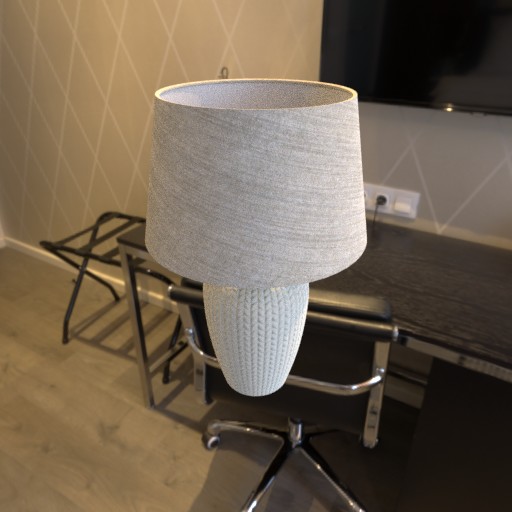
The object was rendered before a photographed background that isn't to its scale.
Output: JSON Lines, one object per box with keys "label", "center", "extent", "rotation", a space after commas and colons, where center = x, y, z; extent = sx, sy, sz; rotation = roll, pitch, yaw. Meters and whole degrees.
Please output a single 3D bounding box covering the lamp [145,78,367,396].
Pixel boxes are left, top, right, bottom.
{"label": "lamp", "center": [0.000, 0.000, 0.823], "extent": [0.390, 0.580, 0.390], "rotation": [0, 28, 0]}
